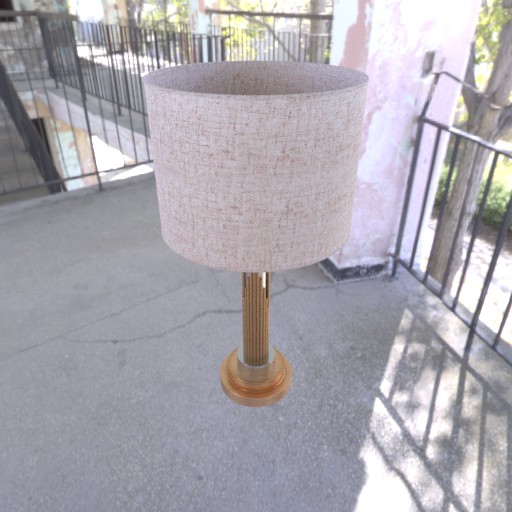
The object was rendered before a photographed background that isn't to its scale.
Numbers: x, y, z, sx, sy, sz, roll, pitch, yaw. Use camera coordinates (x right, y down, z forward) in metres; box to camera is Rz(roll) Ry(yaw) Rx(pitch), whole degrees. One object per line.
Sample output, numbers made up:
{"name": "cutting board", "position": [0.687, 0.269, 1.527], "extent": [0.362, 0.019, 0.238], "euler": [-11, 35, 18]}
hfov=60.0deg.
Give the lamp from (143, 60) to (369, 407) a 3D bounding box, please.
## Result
{"name": "lamp", "position": [0.000, 0.000, 0.797], "extent": [0.321, 0.610, 0.321], "euler": [-9, 32, -16]}
